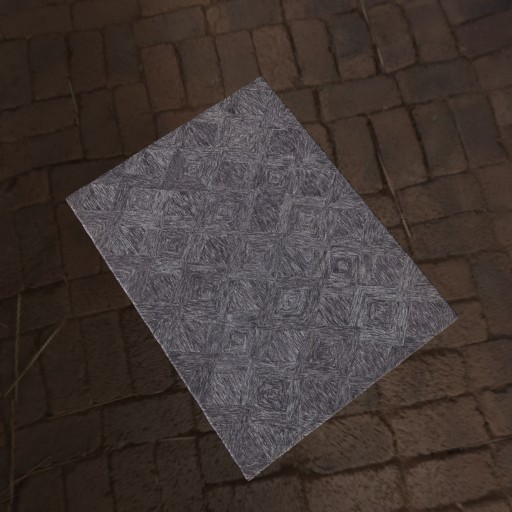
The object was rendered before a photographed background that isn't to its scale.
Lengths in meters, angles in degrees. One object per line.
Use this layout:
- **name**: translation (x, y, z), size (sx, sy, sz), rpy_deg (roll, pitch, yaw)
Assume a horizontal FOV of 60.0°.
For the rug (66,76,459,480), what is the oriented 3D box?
- **rug**: translation (0.000, 0.000, 4.318), size (2.448, 0.017, 3.204), rpy_deg (-35, 79, -8)
